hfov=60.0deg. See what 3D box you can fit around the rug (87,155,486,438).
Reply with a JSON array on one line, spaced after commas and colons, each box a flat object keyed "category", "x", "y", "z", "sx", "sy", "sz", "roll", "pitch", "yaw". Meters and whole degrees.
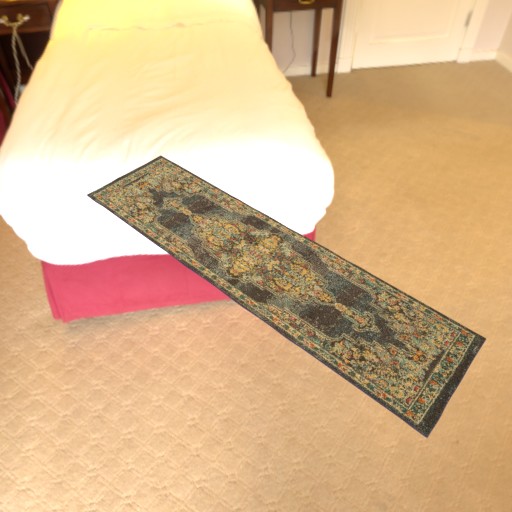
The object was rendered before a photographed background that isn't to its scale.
[{"category": "rug", "x": 0.000, "y": 0.000, "z": 2.385, "sx": 2.283, "sy": 0.016, "sz": 0.602, "roll": 32, "pitch": 54, "yaw": 28}]
